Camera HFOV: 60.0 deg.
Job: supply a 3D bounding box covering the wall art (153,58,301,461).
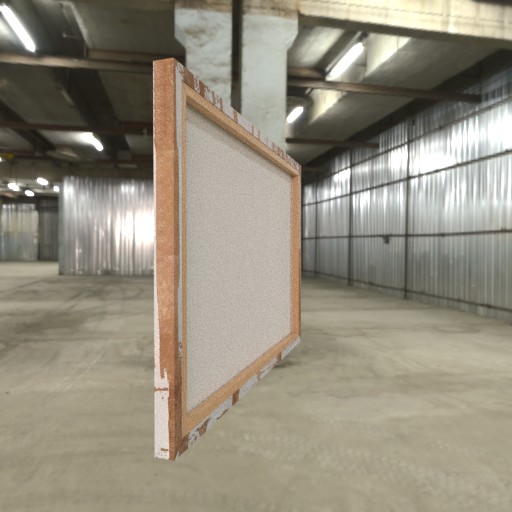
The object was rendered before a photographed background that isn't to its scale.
[{"bbox_3d":[0.000,0.000,1.109,0.035,0.609,0.914,0,1,18],"label":"wall art"}]
